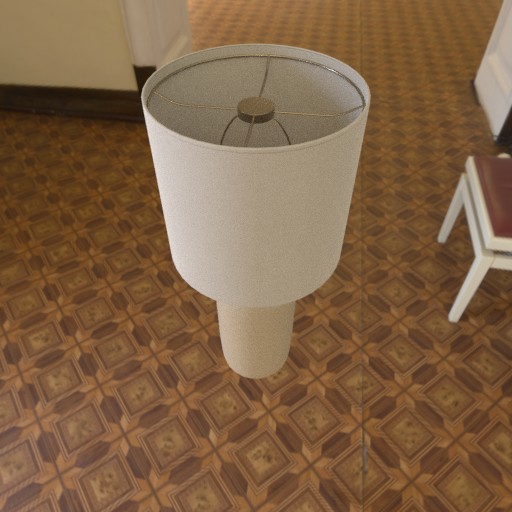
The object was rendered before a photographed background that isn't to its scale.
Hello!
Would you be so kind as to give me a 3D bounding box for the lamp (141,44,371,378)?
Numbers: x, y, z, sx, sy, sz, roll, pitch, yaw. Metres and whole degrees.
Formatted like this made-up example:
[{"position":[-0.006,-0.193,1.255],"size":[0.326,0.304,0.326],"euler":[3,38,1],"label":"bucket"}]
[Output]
[{"position":[0.000,0.000,0.603],"size":[0.220,0.475,0.220],"euler":[16,48,15],"label":"lamp"}]
